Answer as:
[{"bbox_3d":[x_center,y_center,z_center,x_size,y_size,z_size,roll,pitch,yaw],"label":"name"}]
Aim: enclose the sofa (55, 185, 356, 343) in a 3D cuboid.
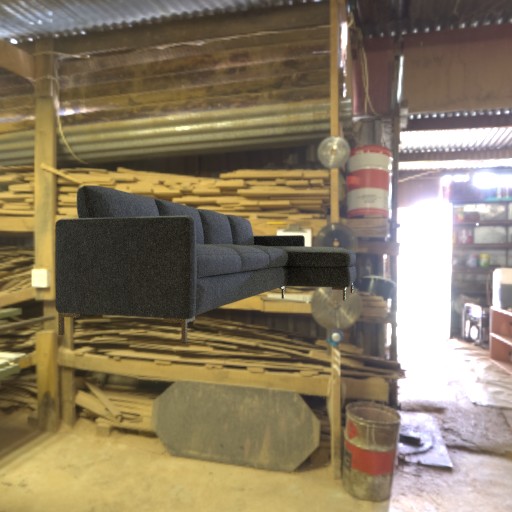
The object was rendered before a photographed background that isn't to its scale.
[{"bbox_3d":[0.000,0.000,3.515,1.350,0.810,2.932,0,1,17],"label":"sofa"}]
